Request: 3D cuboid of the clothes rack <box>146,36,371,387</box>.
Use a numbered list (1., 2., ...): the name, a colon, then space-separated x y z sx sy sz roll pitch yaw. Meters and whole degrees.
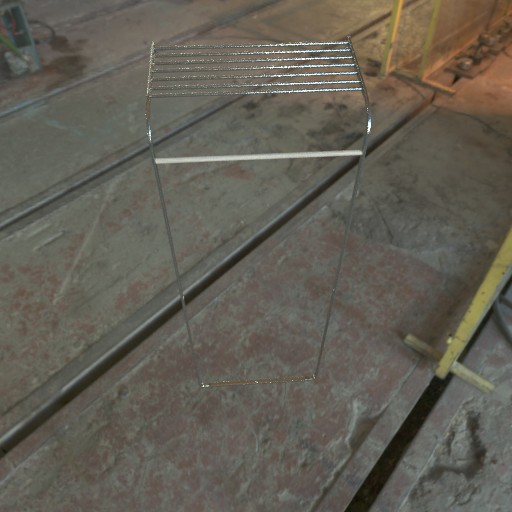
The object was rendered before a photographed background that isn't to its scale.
1. clothes rack: 0.000 0.000 1.809 0.609 1.574 0.349 -3 48 -3
